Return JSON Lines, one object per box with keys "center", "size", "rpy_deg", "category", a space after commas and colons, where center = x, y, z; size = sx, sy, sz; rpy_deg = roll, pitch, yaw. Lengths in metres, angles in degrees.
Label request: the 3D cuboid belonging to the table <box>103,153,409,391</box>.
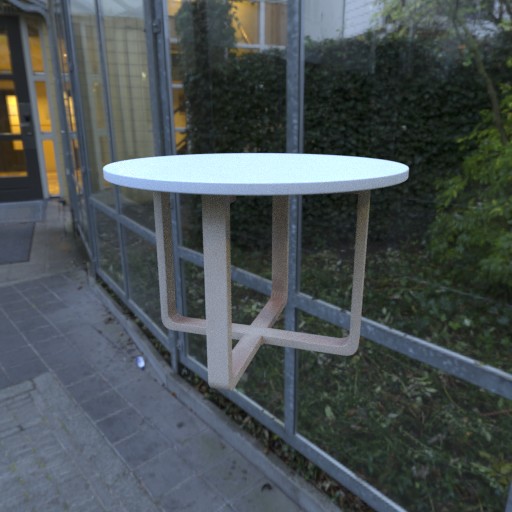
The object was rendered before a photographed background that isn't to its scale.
{"center": [0.000, 0.000, 0.973], "size": [0.600, 0.400, 0.600], "rpy_deg": [0, 17, 0], "category": "table"}
